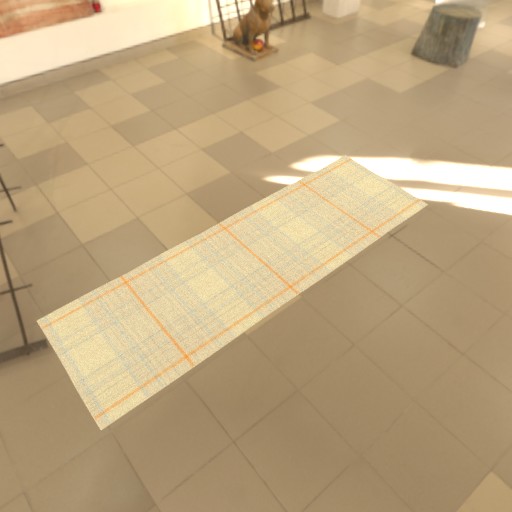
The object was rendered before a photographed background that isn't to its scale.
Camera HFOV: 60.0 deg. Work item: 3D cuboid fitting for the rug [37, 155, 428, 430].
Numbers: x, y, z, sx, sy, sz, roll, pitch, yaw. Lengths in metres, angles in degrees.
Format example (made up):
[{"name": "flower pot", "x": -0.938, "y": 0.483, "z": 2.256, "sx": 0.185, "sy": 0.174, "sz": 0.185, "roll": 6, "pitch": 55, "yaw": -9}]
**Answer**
[{"name": "rug", "x": 0.000, "y": 0.000, "z": 2.723, "sx": 2.442, "sy": 0.016, "sz": 0.770, "roll": -31, "pitch": 54, "yaw": -26}]
